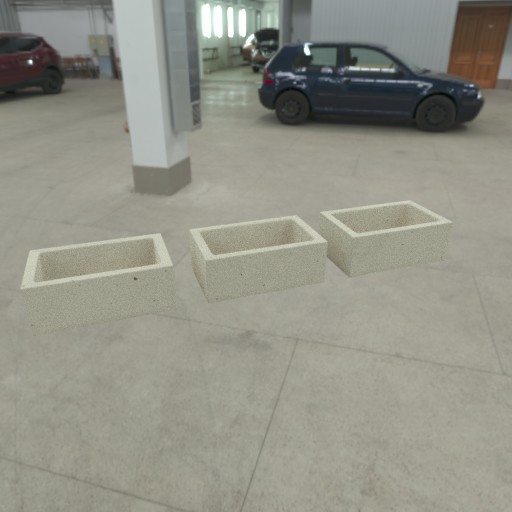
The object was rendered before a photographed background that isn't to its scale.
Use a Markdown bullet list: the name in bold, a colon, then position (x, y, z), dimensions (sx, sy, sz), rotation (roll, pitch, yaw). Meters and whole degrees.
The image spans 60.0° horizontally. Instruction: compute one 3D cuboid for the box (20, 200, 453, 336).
- **box**: position (0.000, 0.000, 0.497), dimensions (0.461, 0.051, 0.082), rotation (-9, 28, -17)
